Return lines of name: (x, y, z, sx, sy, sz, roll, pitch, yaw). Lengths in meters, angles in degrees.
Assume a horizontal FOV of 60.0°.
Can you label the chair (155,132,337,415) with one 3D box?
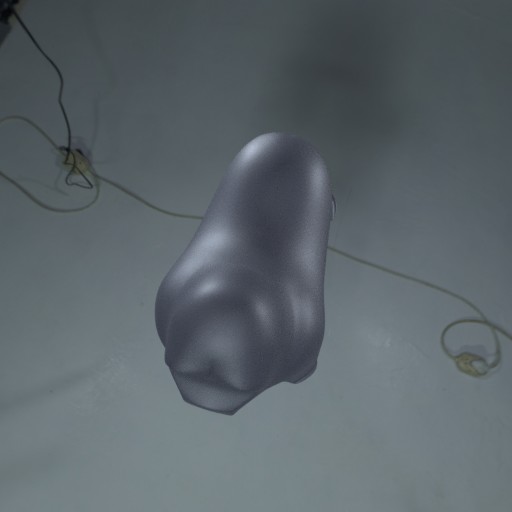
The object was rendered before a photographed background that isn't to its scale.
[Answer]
chair: (0.000, 0.000, 1.119, 0.490, 0.600, 0.758, 15, 74, 4)
